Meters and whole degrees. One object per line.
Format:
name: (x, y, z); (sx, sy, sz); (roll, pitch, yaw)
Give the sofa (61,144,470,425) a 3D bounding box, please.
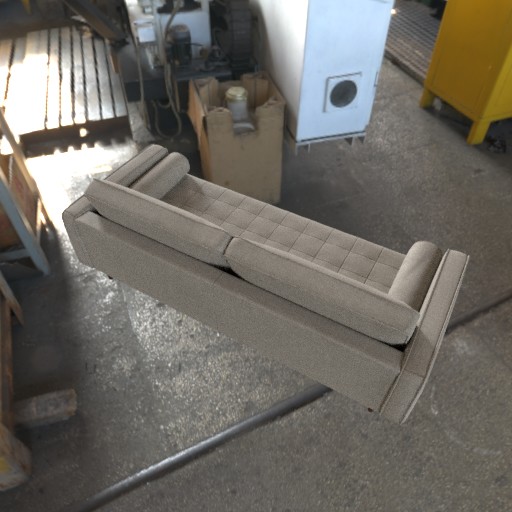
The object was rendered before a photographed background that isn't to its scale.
sofa: (0.000, 0.000, 2.653); (2.211, 0.762, 0.914); (23, 51, 20)
